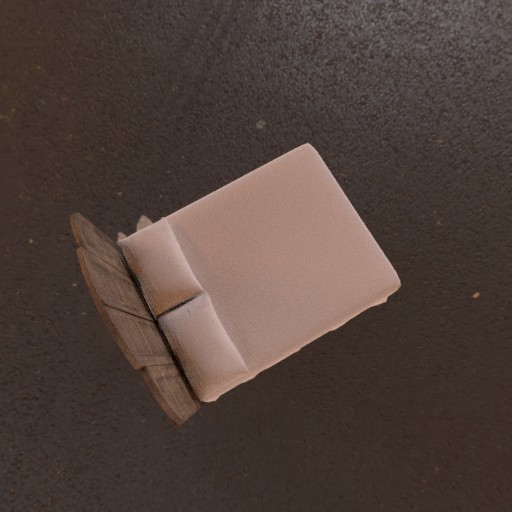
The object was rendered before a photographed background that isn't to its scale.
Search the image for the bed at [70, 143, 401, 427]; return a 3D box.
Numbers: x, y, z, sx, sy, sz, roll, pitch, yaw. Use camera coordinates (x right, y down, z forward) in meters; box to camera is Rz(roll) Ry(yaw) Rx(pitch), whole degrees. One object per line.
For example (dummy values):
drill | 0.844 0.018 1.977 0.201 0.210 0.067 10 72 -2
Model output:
bed | 0.000 0.000 3.548 2.138 2.019 1.713 -29 79 -6
